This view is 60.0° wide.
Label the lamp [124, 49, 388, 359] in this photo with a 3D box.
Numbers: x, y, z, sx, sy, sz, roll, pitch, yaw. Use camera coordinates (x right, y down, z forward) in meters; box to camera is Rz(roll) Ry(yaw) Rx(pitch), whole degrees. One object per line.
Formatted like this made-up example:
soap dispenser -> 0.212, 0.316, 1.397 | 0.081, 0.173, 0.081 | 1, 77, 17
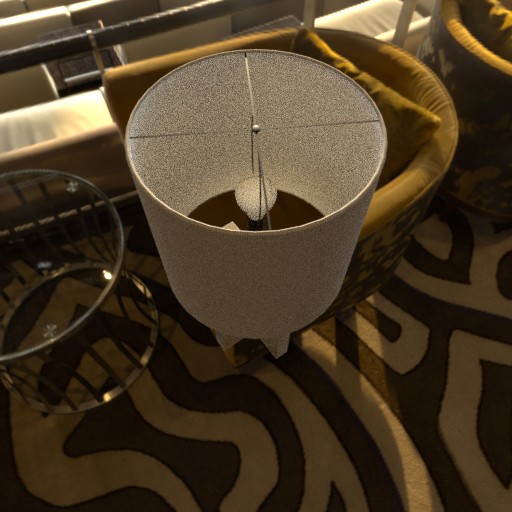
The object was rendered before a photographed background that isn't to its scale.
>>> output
lamp -> 0.000, 0.000, 0.570 | 0.229, 0.428, 0.229 | -31, 63, -18
